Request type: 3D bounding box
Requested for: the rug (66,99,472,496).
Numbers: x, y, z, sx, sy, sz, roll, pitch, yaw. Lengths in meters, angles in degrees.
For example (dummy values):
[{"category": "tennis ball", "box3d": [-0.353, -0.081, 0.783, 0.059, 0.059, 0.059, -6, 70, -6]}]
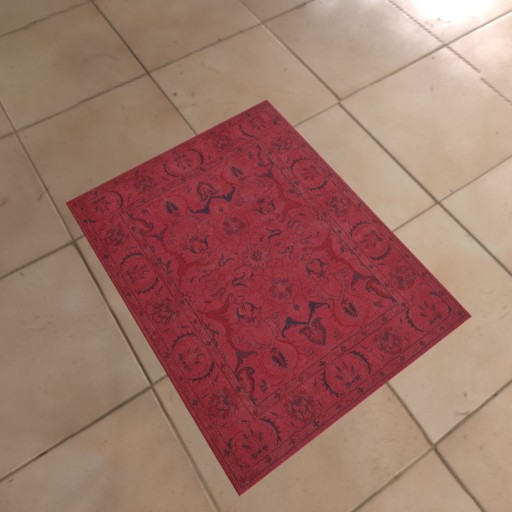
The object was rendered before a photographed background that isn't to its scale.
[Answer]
[{"category": "rug", "box3d": [0.000, 0.000, 3.888, 2.300, 0.012, 2.929, -32, 68, -15]}]
